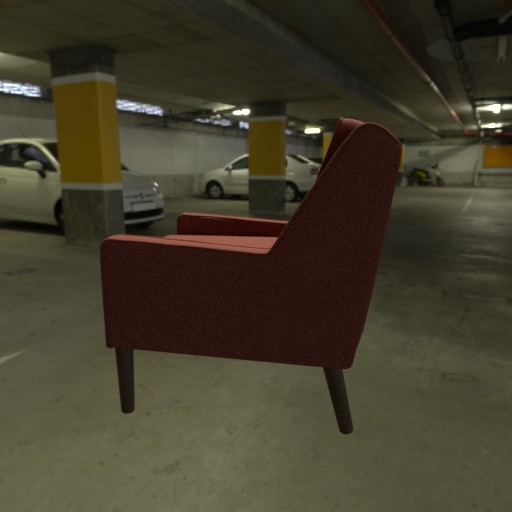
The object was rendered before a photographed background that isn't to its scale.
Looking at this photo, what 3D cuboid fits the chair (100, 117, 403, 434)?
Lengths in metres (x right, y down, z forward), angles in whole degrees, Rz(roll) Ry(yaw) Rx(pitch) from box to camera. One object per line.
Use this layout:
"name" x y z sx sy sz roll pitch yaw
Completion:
"chair" 0.000 0.000 1.424 0.770 0.812 0.680 2 12 9
